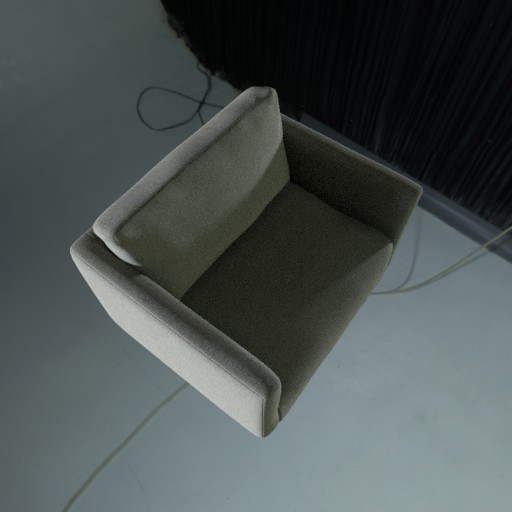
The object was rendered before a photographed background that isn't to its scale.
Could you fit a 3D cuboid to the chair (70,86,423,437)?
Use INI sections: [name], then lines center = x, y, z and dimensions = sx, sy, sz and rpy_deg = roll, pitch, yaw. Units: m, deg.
[chair]
center = 0.000, 0.000, 1.930
dimensions = 0.959, 0.963, 1.107
rpy_deg = 33, 64, 19
